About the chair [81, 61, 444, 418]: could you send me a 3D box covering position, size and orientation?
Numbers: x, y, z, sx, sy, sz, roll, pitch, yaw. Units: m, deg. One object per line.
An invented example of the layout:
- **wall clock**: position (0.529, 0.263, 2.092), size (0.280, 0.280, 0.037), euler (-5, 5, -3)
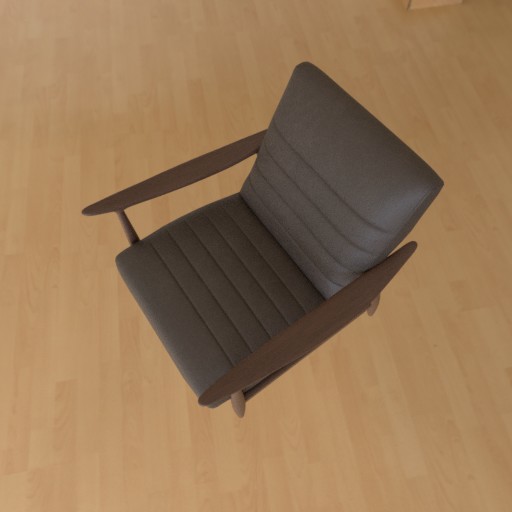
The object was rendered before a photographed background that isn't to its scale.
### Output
- **chair**: position (0.000, 0.000, 1.457), size (0.798, 0.831, 0.741), euler (-32, 67, -15)
